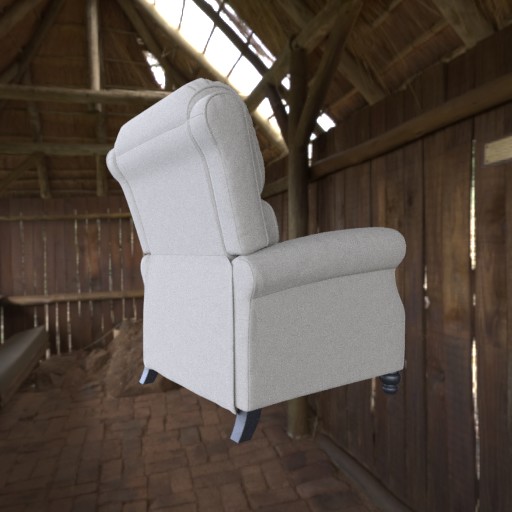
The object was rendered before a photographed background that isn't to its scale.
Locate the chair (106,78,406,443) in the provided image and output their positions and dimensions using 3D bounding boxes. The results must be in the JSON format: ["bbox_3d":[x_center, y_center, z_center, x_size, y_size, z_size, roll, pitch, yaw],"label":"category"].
[{"bbox_3d":[0.000,0.000,1.729,0.919,1.046,0.859,0,1,-36],"label":"chair"}]
